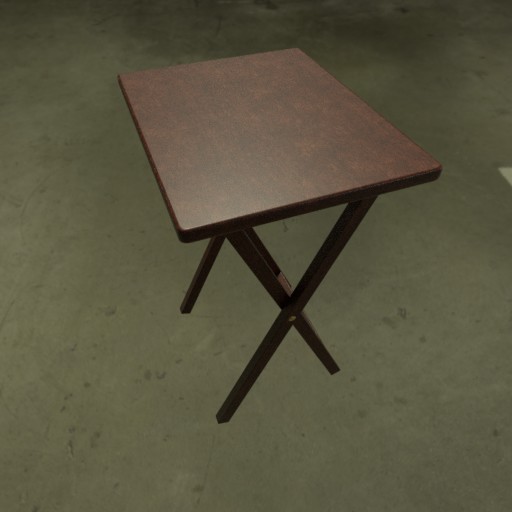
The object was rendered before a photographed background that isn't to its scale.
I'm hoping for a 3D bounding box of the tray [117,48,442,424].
[{"bbox_3d":[0.000,0.000,0.959,0.381,0.660,0.483,-15,47,-15],"label":"tray"}]
